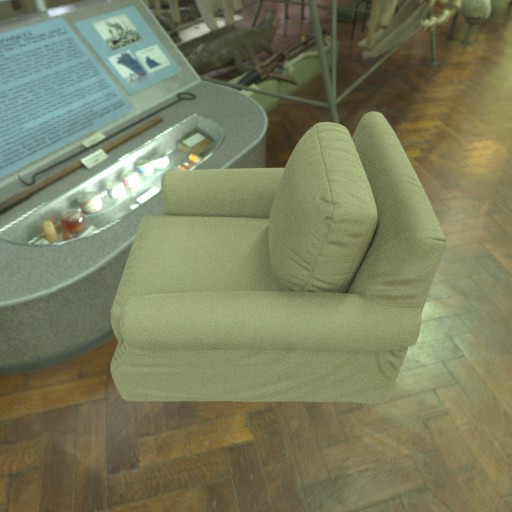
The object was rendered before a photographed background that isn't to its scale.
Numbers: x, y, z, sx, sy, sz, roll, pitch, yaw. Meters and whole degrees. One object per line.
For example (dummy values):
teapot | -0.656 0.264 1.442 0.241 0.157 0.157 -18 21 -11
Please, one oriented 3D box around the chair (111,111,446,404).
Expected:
chair | 0.000 0.000 1.731 1.066 0.866 0.940 0 41 0
